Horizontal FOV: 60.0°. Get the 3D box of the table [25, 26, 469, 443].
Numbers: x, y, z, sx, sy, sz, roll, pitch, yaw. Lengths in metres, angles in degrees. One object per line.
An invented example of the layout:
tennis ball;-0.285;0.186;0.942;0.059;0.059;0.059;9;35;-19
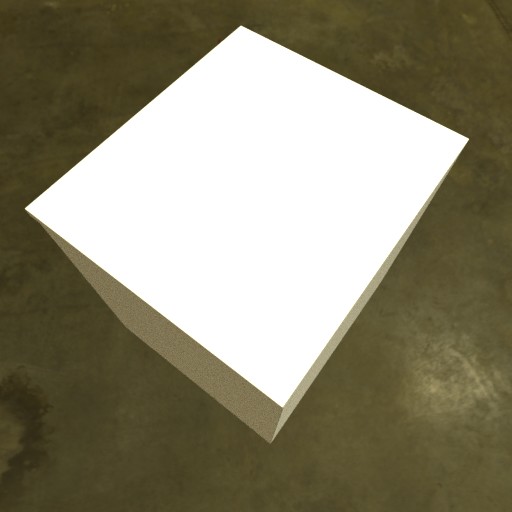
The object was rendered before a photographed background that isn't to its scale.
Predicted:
table;0.000;0.000;0.758;0.380;0.460;0.420;34;68;16
